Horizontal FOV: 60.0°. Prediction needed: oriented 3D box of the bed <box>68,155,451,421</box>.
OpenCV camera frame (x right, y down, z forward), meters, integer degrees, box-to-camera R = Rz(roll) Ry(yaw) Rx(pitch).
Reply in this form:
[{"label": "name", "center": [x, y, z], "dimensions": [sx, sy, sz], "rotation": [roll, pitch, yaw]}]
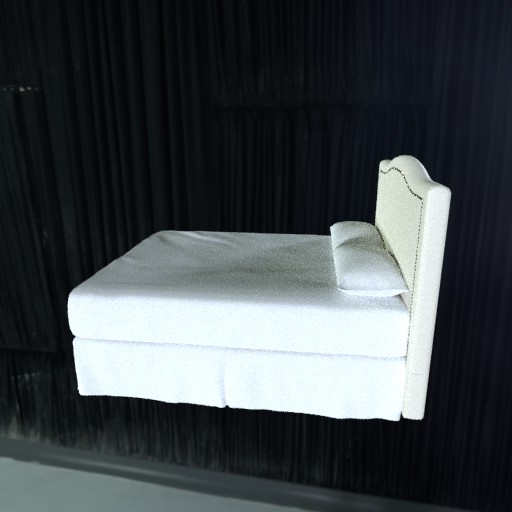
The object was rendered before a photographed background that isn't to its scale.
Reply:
[{"label": "bed", "center": [0.000, 0.000, 3.257], "dimensions": [2.143, 1.460, 1.753], "rotation": [2, 16, 7]}]
